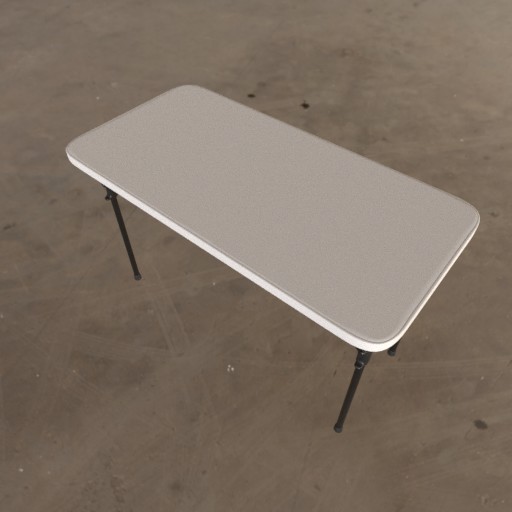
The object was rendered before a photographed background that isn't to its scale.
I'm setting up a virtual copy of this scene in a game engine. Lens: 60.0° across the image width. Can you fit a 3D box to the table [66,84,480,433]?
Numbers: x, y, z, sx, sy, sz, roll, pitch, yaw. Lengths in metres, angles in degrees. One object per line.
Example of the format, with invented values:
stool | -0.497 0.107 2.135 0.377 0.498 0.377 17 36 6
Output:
table | 0.000 0.000 1.633 1.219 0.729 0.610 32 55 25
